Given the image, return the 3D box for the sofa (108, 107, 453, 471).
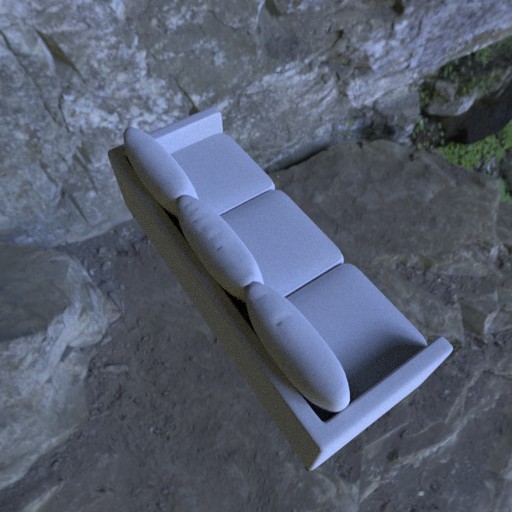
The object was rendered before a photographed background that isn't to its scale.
[{"bbox_3d":[0.000,0.000,2.692,0.859,0.874,2.218,-30,61,-18],"label":"sofa"}]
